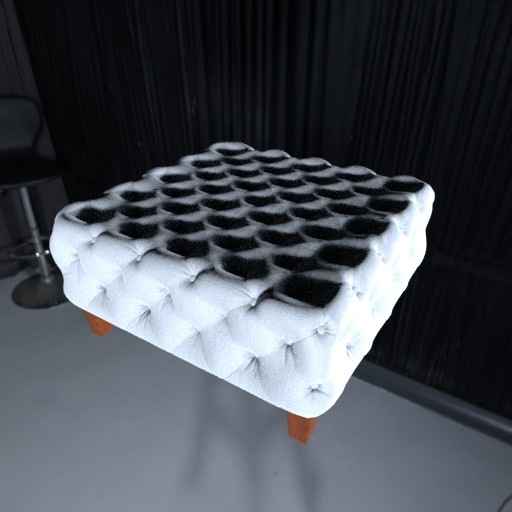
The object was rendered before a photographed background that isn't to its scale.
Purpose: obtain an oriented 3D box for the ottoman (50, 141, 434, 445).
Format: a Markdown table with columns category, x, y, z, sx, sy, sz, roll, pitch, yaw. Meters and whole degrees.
| category | x | y | z | sx | sy | sz | roll | pitch | yaw |
| --- | --- | --- | --- | --- | --- | --- | --- | --- | --- |
| ottoman | 0.000 | 0.000 | 1.209 | 0.764 | 0.365 | 0.758 | 18 | 36 | 27 |
